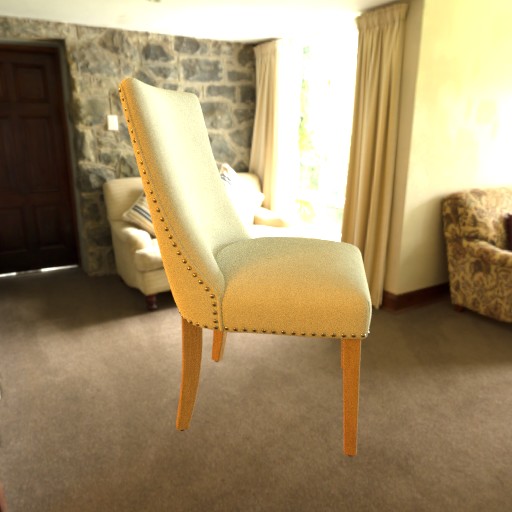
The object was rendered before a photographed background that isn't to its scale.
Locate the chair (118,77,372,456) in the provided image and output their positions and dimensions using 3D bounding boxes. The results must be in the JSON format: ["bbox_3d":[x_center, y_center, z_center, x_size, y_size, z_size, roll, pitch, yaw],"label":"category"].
[{"bbox_3d":[0.000,0.000,1.246,0.610,0.902,0.495,3,16,9],"label":"chair"}]
